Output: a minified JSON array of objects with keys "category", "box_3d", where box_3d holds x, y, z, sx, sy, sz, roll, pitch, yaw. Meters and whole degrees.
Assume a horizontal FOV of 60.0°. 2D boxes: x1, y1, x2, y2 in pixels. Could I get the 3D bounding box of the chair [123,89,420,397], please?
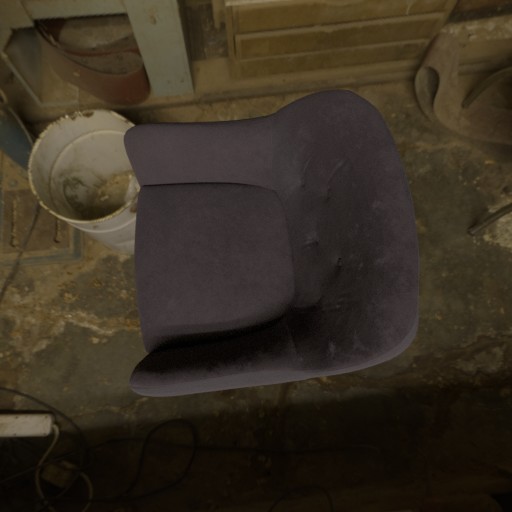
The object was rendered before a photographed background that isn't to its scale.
[{"category":"chair","box_3d":[0.000,0.000,1.503,0.819,0.807,0.840,-5,76,-1]}]
